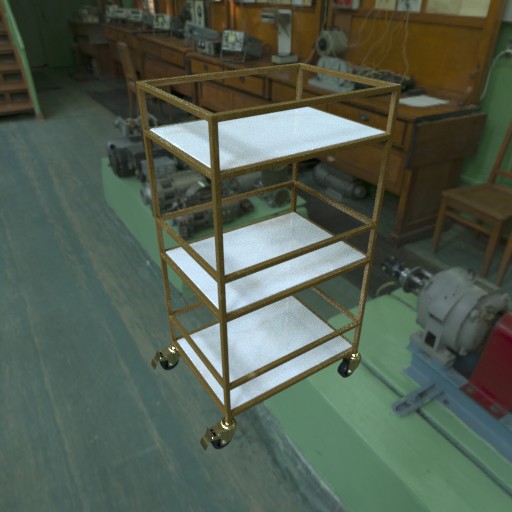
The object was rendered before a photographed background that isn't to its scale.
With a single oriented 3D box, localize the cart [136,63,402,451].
[{"bbox_3d":[0.000,0.000,1.035,0.483,0.761,0.332,-19,37,-28],"label":"cart"}]
